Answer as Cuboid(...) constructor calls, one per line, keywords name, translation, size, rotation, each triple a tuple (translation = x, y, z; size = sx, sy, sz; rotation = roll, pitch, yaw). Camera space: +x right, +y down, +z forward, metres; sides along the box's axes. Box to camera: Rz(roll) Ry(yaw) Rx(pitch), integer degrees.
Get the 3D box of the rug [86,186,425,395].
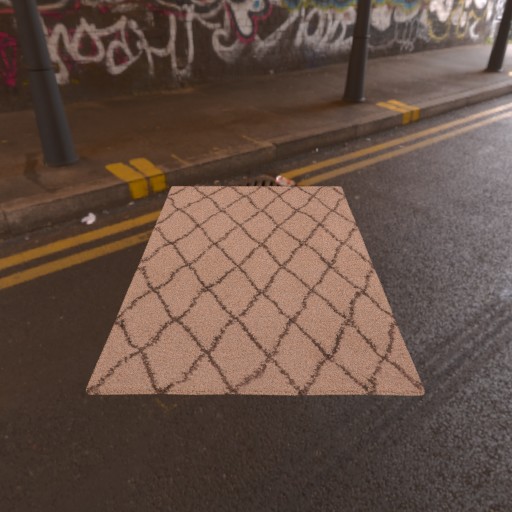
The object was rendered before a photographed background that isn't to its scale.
Cuboid(name="rug", translation=(0.000, 0.000, 3.477), size=(1.778, 0.030, 2.743), rotation=(0, 32, 0))
